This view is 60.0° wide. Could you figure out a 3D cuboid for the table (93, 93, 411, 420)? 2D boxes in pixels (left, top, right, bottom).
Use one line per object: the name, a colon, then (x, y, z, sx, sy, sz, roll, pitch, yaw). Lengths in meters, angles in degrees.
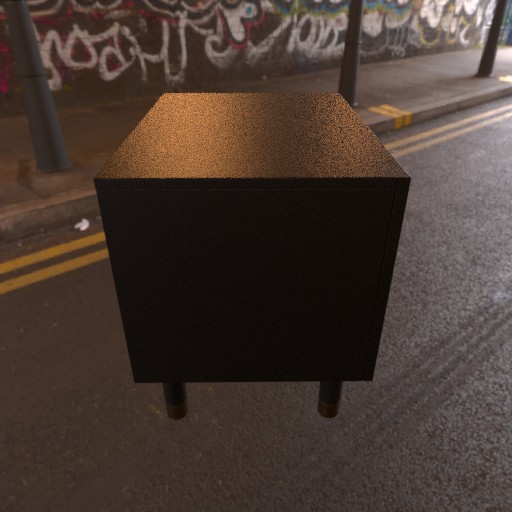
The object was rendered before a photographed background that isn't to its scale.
table: (0.000, 0.000, 0.985, 0.441, 0.584, 0.564, 0, 31, -1)
